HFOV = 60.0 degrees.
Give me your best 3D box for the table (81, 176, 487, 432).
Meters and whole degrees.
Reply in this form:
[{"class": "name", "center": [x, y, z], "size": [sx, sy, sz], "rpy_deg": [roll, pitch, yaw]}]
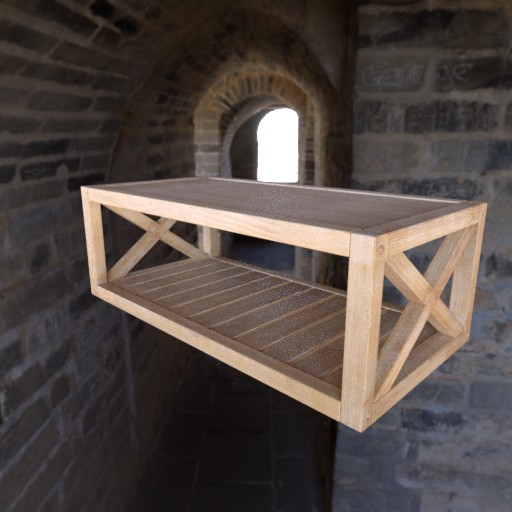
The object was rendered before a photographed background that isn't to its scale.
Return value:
[{"class": "table", "center": [0.000, 0.000, 1.609], "size": [1.321, 0.457, 0.660], "rpy_deg": [14, 21, 42]}]
